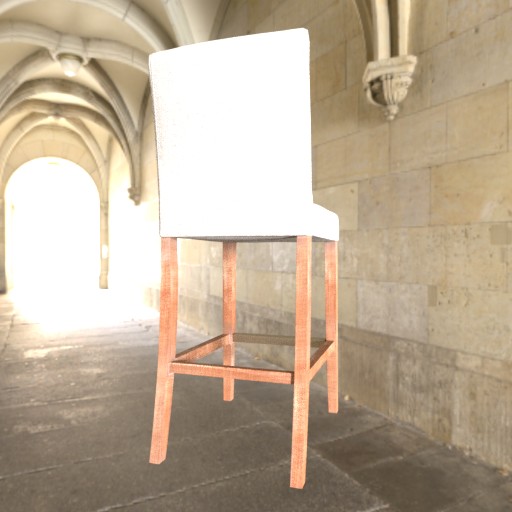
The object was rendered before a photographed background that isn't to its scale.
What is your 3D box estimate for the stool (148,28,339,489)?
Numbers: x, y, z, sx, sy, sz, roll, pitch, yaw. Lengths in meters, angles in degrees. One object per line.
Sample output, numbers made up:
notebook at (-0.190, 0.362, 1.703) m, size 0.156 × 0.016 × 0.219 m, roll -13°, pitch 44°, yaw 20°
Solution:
stool at (0.000, 0.000, 1.356) m, size 0.439 × 1.088 × 0.570 m, roll 0°, pitch 1°, yaw 18°
